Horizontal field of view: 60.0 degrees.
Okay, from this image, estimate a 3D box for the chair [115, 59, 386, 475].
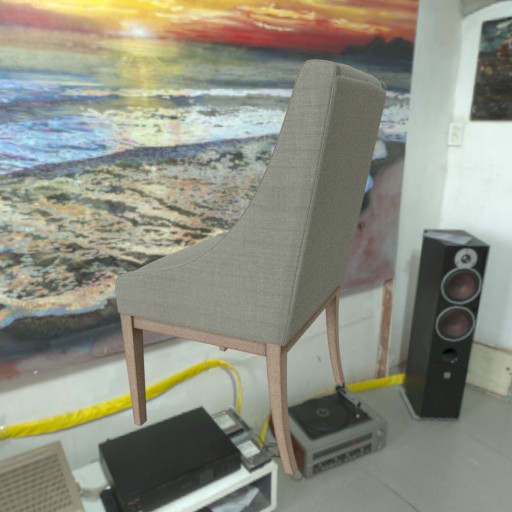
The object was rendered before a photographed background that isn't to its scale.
[{"bbox_3d":[0.000,0.000,1.347,0.611,1.021,0.575,8,19,25],"label":"chair"}]
